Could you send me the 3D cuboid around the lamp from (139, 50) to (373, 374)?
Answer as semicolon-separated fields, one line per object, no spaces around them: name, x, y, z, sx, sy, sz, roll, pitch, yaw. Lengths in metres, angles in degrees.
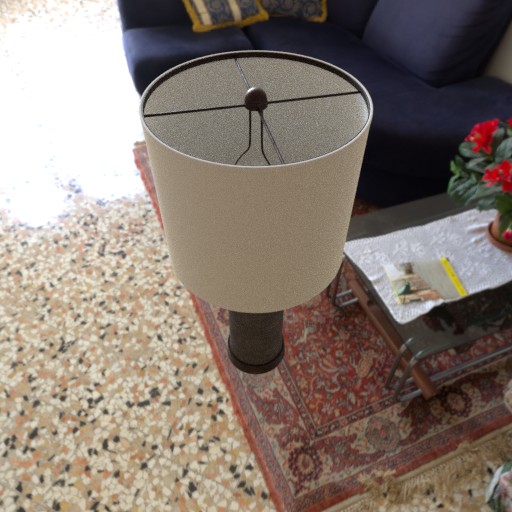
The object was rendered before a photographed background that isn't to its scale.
lamp;0.000;0.000;0.798;0.301;0.630;0.301;25;52;21
